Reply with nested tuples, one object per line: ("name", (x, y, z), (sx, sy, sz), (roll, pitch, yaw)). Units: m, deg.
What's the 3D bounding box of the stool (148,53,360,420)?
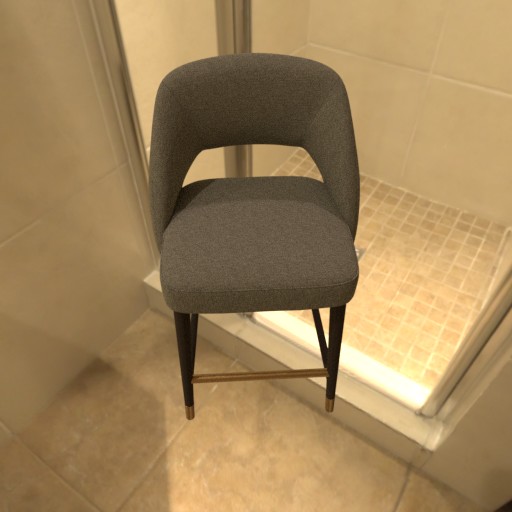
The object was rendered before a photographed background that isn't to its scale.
("stool", (0.000, 0.000, 1.246), (0.536, 0.925, 0.524), (-2, 46, -2))
